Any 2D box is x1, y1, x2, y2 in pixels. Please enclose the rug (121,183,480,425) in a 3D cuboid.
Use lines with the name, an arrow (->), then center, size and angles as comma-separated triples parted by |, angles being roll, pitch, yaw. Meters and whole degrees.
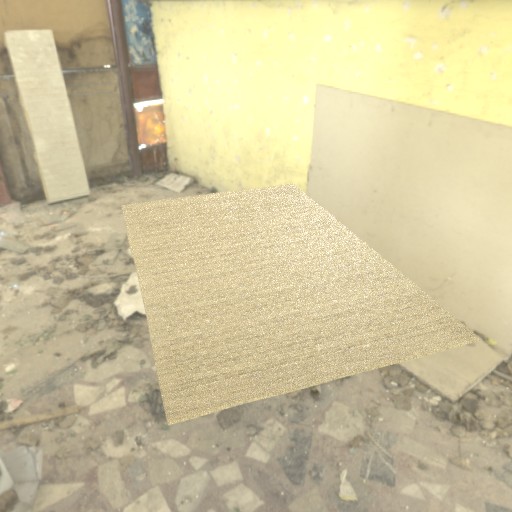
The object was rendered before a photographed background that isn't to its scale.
rug -> 0.000, 0.000, 2.890 | 1.532, 0.018, 2.297 | -10, 31, -17
